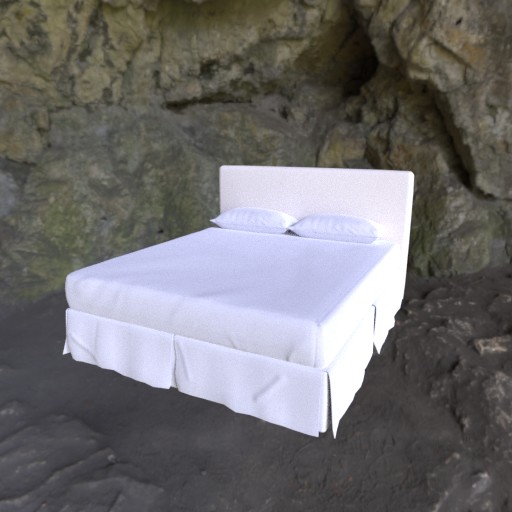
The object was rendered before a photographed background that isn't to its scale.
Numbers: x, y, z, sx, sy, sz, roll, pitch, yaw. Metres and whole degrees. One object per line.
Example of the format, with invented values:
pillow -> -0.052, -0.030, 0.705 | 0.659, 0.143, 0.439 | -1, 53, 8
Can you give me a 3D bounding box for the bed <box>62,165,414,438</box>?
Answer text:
bed -> 0.000, 0.000, 3.664 | 2.119, 1.317, 2.341 | 7, 17, 26
